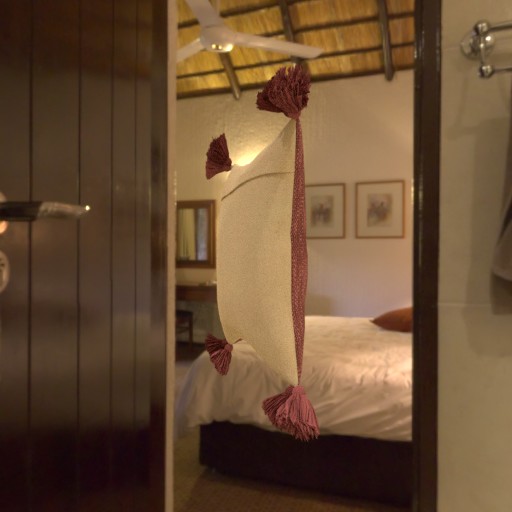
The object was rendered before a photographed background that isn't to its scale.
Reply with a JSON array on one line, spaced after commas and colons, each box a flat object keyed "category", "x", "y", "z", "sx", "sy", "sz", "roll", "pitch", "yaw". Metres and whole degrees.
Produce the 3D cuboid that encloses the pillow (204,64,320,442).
[{"category": "pillow", "x": 0.000, "y": 0.000, "z": 0.987, "sx": 0.138, "sy": 0.659, "sz": 0.641, "roll": 0, "pitch": 0, "yaw": -17}]
